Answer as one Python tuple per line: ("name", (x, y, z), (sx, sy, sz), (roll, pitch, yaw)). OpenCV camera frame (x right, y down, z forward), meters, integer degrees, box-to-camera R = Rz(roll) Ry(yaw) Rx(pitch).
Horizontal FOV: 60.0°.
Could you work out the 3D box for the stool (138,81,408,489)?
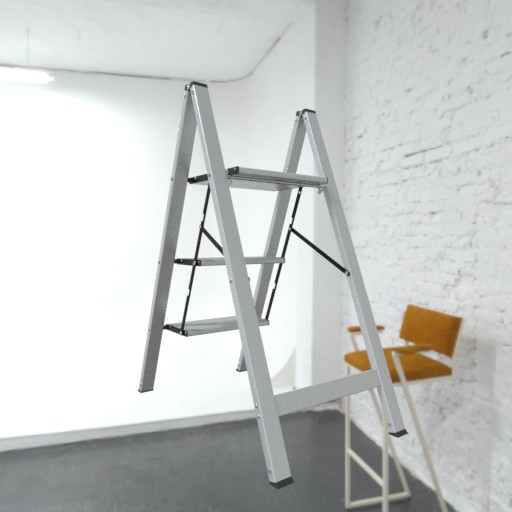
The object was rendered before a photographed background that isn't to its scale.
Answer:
("stool", (0.000, 0.000, 1.288), (0.441, 0.902, 0.730), (-1, 2, -37))
